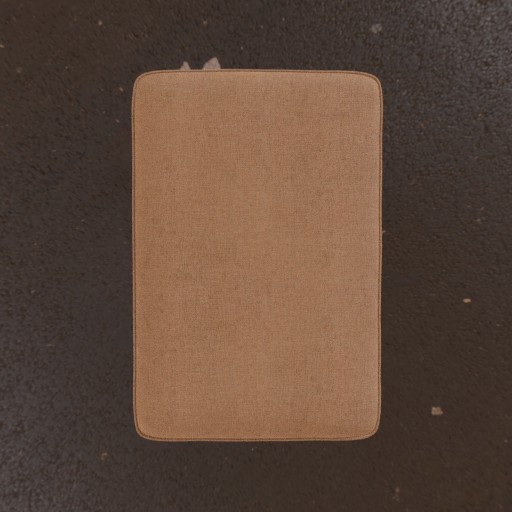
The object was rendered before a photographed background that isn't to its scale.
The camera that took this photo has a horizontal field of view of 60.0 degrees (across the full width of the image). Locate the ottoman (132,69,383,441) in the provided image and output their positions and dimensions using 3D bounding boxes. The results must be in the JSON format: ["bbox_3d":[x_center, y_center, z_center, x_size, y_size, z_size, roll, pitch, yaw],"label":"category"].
[{"bbox_3d":[0.000,0.000,1.218,0.583,0.484,0.862,0,91,-1],"label":"ottoman"}]
